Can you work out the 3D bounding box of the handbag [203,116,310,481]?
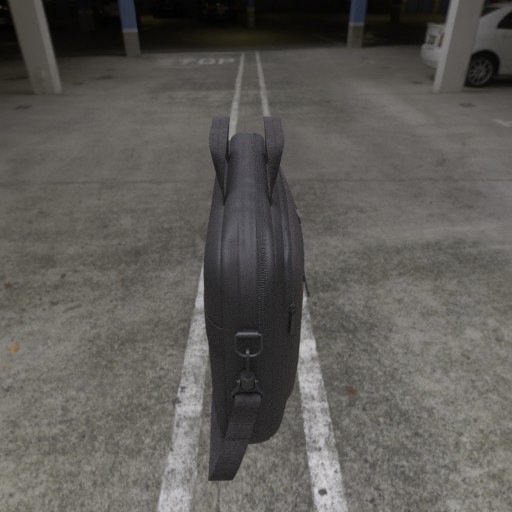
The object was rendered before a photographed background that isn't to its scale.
[{"bbox_3d":[0.000,0.000,0.420,0.089,0.244,0.320,-1,33,-1],"label":"handbag"}]
